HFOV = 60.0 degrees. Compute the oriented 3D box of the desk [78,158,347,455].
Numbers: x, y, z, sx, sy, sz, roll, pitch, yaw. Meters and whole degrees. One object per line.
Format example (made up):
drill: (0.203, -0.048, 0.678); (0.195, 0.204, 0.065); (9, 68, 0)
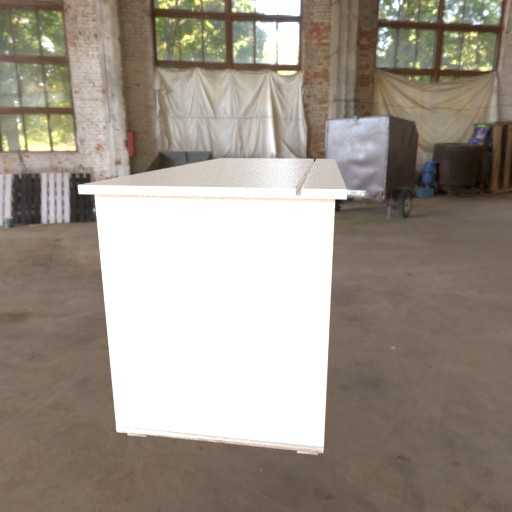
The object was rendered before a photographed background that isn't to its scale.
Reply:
desk: (0.000, 0.000, 1.924); (0.670, 0.760, 1.580); (2, 15, 8)
